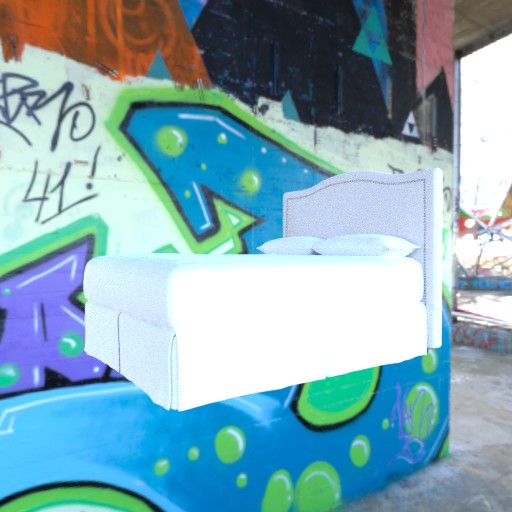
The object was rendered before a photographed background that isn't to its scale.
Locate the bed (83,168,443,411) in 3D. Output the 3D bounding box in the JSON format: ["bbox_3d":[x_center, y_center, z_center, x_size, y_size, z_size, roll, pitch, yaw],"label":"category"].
[{"bbox_3d":[0.000,0.000,3.345,2.143,1.460,1.753,-1,1,-35],"label":"bed"}]
